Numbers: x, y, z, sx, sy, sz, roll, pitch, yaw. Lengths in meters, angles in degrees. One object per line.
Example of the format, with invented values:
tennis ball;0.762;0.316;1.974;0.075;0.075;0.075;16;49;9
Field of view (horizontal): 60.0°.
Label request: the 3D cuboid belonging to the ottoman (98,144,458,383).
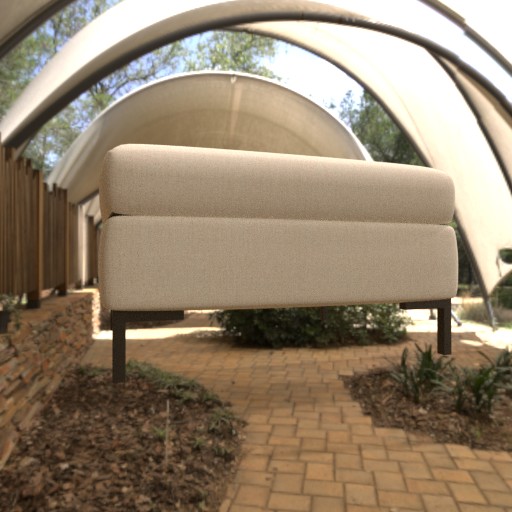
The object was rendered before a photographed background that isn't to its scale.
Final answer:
ottoman;0.000;0.000;1.189;0.794;0.453;0.657;0;0;-18
